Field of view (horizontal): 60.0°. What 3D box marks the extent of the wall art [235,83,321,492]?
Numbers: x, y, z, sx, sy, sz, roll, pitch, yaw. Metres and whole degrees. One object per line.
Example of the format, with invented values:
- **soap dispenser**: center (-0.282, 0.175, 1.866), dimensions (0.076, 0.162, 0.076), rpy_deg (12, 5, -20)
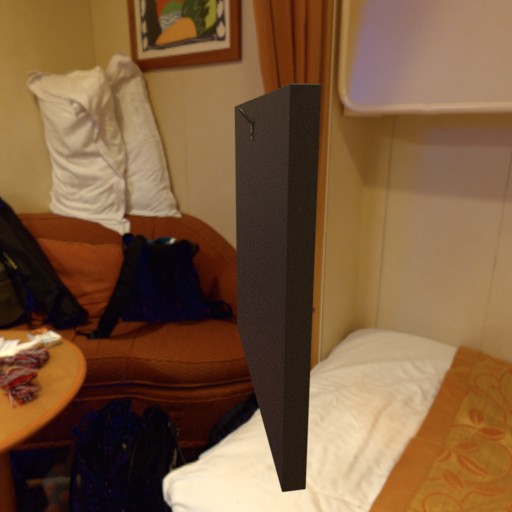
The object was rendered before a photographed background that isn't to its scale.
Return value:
- **wall art**: center (0.000, 0.000, 0.522), dimensions (0.038, 0.349, 0.349), rpy_deg (-3, 16, -9)
